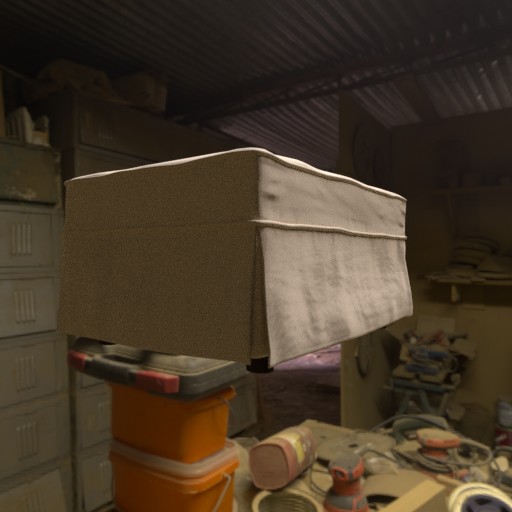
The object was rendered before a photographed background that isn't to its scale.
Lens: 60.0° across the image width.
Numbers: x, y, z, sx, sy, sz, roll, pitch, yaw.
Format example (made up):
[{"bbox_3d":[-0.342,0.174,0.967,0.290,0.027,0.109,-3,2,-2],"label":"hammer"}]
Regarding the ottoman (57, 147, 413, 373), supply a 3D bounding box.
[{"bbox_3d":[0.000,0.000,1.350,0.703,0.479,0.944,0,0,35],"label":"ottoman"}]
